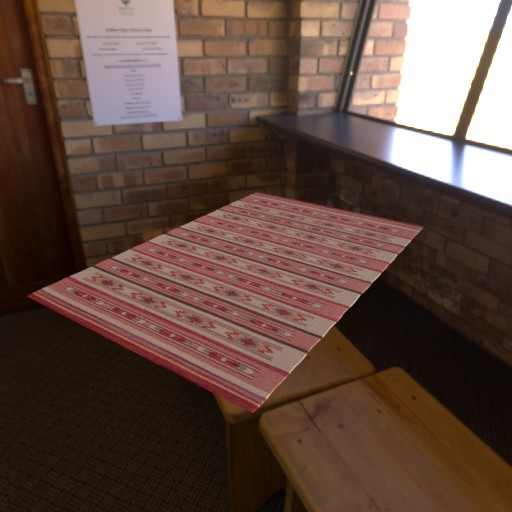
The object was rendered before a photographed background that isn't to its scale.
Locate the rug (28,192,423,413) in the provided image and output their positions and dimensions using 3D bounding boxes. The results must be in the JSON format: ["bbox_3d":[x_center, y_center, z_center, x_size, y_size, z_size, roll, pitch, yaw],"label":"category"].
[{"bbox_3d":[0.000,0.000,2.328,1.223,0.008,1.817,17,30,31],"label":"rug"}]
